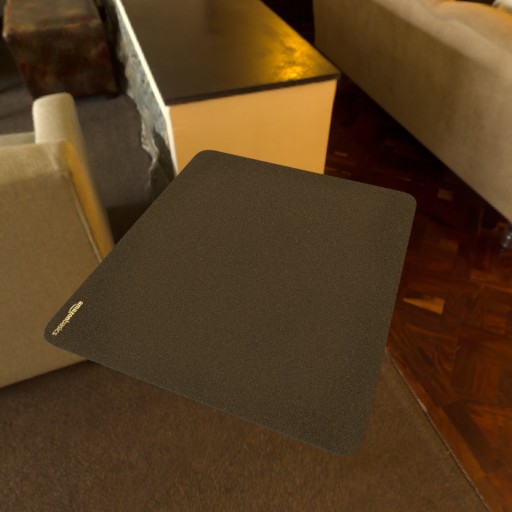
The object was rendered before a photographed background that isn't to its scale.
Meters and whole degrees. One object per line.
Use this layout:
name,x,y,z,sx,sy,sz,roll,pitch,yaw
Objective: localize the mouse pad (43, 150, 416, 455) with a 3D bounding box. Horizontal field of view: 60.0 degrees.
mouse pad,0.000,0.000,0.627,0.393,0.002,0.451,16,48,15
